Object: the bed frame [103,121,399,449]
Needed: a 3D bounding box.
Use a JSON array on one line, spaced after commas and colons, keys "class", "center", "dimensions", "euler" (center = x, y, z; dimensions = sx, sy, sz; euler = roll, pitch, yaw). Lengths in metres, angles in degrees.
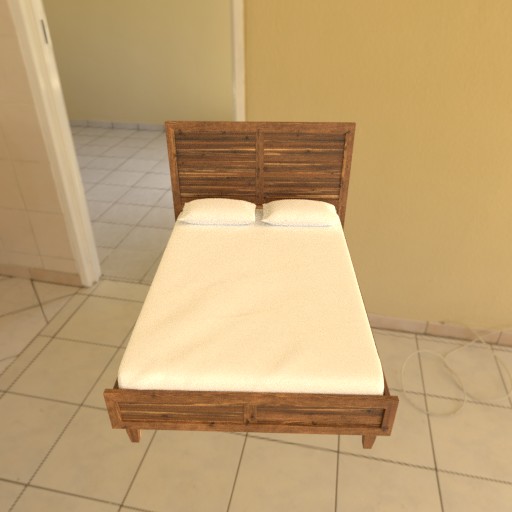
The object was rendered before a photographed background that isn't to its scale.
[{"class": "bed frame", "center": [0.000, 0.000, 3.370], "dimensions": [1.696, 1.417, 2.276], "euler": [1, 32, 1]}]
